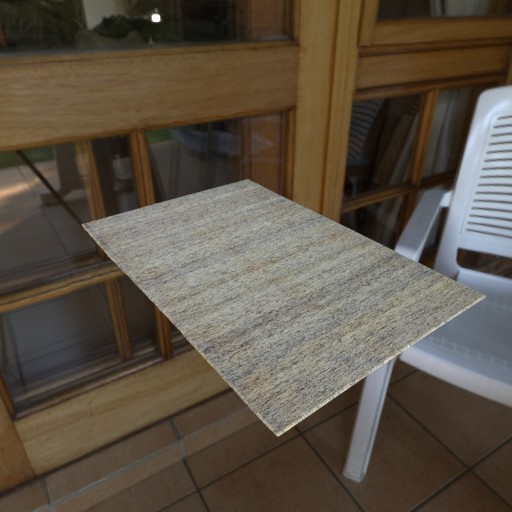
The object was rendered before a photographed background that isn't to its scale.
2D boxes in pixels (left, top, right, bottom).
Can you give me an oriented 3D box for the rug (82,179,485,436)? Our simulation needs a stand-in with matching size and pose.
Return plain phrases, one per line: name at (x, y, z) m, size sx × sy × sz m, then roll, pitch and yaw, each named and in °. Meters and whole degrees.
rug at (0.000, 0.000, 2.337) m, size 1.243 × 0.014 × 1.846 m, roll -21°, pitch 37°, yaw -31°
